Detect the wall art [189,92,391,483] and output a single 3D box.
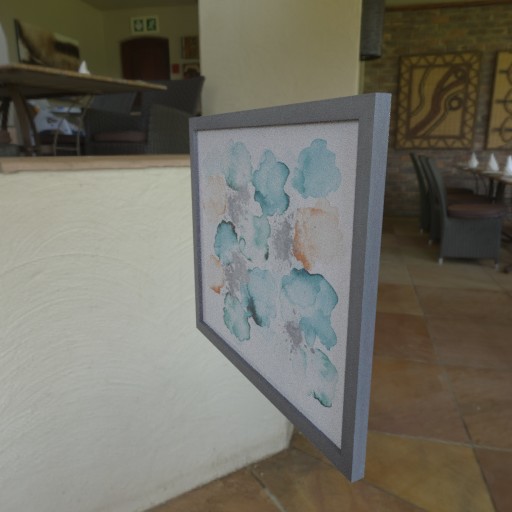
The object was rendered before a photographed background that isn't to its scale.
[{"bbox_3d":[0.000,0.000,0.889,0.026,0.558,0.660,-8,16,-27],"label":"wall art"}]
